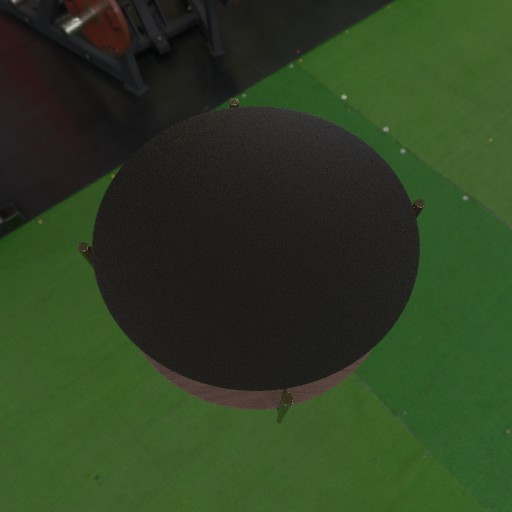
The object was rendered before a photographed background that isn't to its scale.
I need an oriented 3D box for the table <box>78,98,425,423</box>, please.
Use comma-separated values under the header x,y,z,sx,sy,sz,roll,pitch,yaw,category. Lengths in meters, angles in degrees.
x,y,z,sx,sy,sz,roll,pitch,yaw,category
0.000,0.000,1.463,0.938,0.400,0.938,-35,68,-17,table
